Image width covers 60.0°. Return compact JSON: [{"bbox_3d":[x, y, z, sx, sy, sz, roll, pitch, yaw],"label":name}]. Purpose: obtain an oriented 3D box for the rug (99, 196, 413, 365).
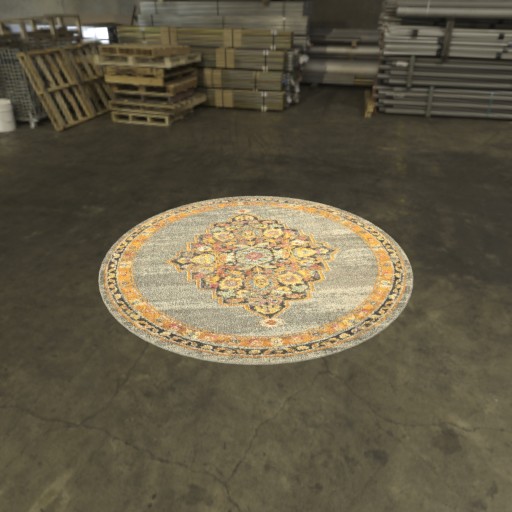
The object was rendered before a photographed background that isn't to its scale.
[{"bbox_3d":[0.000,0.000,2.353,1.598,0.010,1.598,0,31,0],"label":"rug"}]
